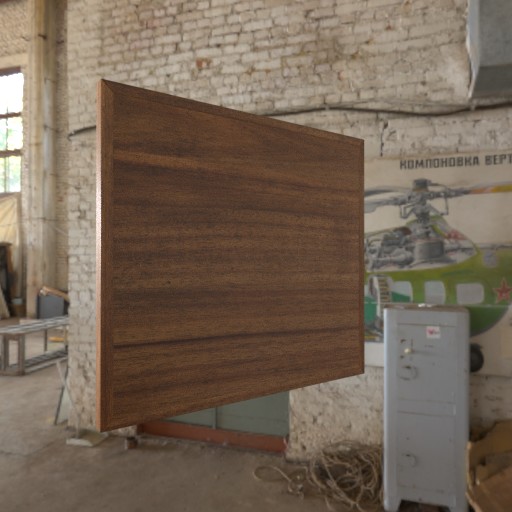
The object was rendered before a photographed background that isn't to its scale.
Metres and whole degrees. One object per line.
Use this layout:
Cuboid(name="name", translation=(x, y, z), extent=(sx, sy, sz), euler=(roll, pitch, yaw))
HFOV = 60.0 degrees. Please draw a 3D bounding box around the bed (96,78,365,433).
Cuboid(name="bed", translation=(0.000, 0.000, 1.494), extent=(1.041, 0.940, 0.043), euler=(0, 0, -36))
